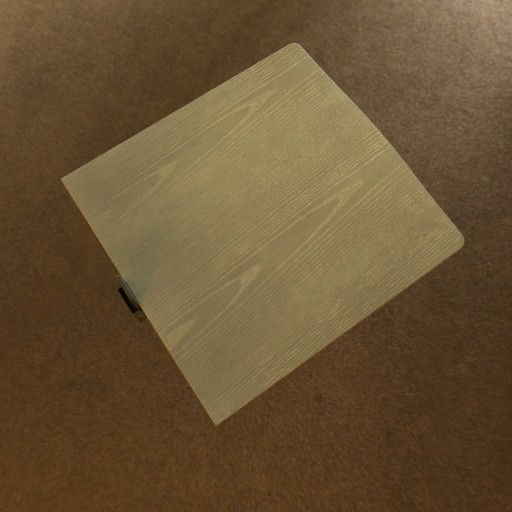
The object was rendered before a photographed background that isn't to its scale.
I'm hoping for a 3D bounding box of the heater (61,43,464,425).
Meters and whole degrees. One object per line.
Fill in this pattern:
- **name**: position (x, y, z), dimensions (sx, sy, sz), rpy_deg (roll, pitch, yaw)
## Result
- **heater**: position (0.000, 0.000, 0.754), dimensions (0.400, 0.481, 0.362), rpy_deg (-34, 77, -9)
